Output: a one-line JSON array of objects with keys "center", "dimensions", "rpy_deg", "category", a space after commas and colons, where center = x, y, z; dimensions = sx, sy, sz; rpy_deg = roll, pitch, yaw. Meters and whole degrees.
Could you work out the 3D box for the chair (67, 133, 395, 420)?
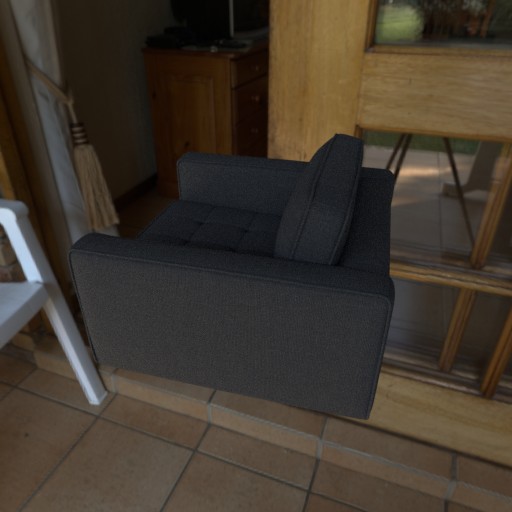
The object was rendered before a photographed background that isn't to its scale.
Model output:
[{"center": [0.000, 0.000, 1.611], "dimensions": [0.919, 0.770, 0.899], "rpy_deg": [8, 33, 13], "category": "chair"}]
